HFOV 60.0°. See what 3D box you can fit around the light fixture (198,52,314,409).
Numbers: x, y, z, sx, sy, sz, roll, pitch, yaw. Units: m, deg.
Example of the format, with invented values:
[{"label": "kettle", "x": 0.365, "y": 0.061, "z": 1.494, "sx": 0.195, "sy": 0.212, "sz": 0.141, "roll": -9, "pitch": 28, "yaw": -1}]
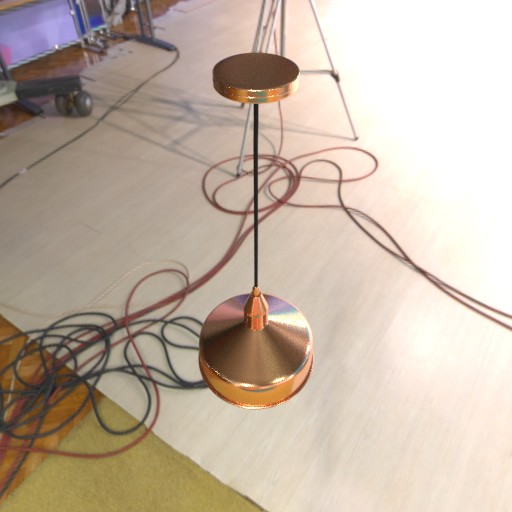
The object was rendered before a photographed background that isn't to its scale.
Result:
[{"label": "light fixture", "x": 0.000, "y": 0.000, "z": 0.894, "sx": 0.301, "sy": 0.754, "sz": 0.301, "roll": -3, "pitch": 46, "yaw": -3}]
